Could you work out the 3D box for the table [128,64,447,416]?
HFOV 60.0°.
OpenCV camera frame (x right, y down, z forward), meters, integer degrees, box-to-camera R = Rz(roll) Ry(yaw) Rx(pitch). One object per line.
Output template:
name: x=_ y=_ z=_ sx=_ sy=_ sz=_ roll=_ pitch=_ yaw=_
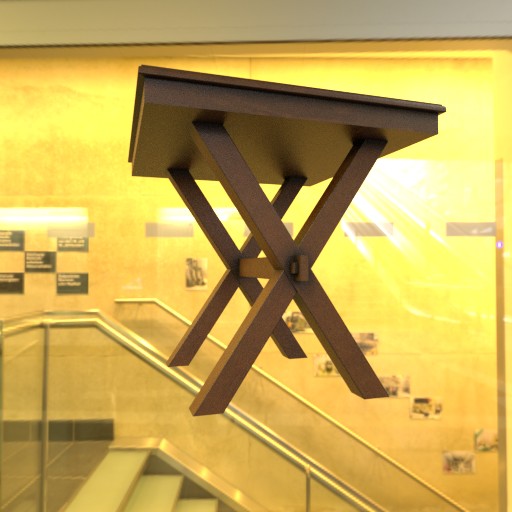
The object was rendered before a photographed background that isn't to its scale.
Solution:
table: x=0.000 y=0.000 z=1.028 sx=0.560 sy=0.562 sz=0.602 roll=0 pitch=-1 yaw=-18
